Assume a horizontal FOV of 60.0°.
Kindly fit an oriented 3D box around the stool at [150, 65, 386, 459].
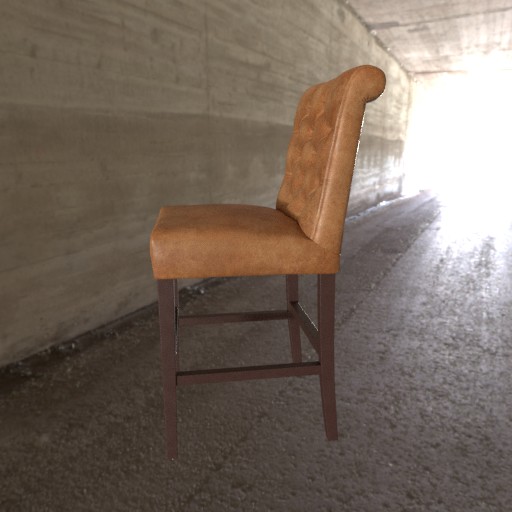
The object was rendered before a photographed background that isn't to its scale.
[{"bbox_3d":[0.000,0.000,1.370,0.601,1.047,0.493,-2,14,-8],"label":"stool"}]
